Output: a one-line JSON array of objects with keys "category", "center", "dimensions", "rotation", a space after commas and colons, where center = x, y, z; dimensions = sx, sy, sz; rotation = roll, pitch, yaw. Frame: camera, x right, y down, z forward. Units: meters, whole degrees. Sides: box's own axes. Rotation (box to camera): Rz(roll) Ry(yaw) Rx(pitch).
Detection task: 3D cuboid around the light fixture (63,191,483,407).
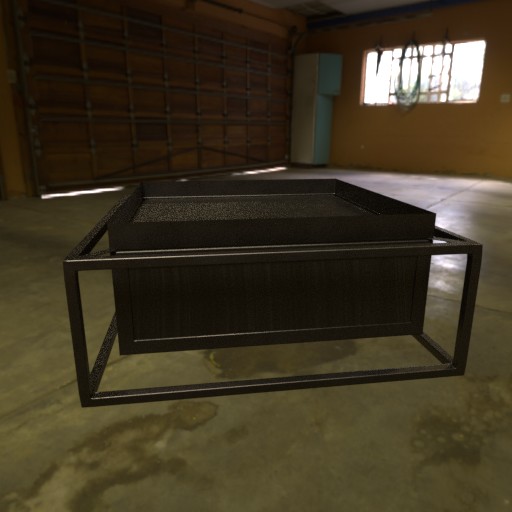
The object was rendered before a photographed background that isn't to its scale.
[{"category": "light fixture", "center": [0.000, 0.000, 0.684], "dimensions": [0.441, 0.191, 0.441], "rotation": [-2, 16, -8]}]
